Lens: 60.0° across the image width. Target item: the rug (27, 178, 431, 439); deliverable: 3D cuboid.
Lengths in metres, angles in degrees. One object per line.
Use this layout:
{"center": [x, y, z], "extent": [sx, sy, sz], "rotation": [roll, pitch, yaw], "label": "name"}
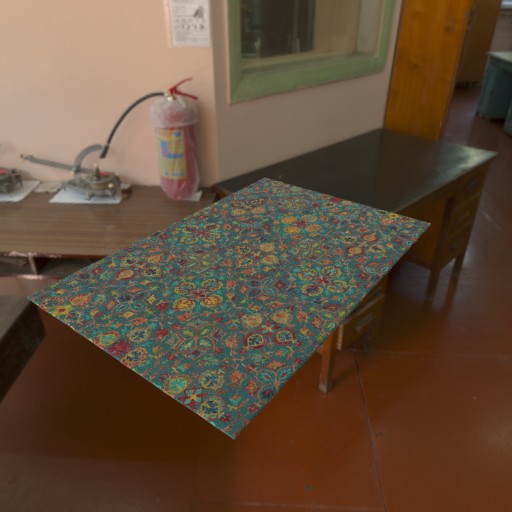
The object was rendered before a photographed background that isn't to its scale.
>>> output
{"center": [0.000, 0.000, 2.895], "extent": [1.527, 0.016, 2.290], "rotation": [22, 37, 31], "label": "rug"}
